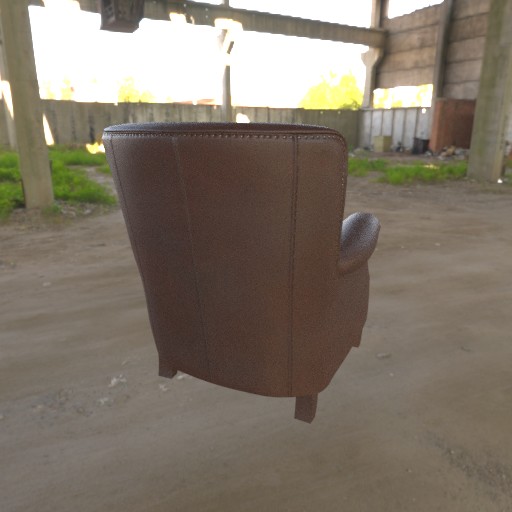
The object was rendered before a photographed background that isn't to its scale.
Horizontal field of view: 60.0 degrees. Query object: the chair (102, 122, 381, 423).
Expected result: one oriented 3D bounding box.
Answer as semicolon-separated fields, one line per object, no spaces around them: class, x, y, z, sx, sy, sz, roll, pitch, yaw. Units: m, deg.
chair;0.000;0.000;1.389;0.700;0.800;0.746;9;18;27
